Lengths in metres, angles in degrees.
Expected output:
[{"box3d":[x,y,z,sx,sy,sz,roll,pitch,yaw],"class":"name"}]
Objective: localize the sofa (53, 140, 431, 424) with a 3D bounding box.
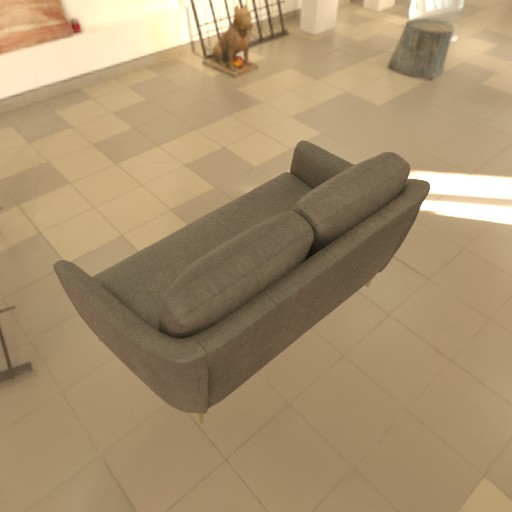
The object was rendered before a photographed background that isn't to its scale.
[{"box3d":[0.000,0.000,2.208,1.619,0.902,0.960,-33,54,-28],"class":"sofa"}]
